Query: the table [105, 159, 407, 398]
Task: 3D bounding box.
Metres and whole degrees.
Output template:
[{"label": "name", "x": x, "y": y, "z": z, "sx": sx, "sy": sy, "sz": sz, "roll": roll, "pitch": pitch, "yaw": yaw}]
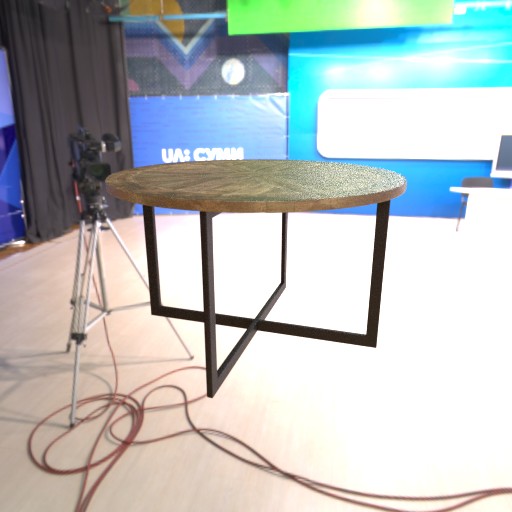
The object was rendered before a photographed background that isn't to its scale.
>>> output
[{"label": "table", "x": 0.000, "y": 0.000, "z": 2.067, "sx": 1.264, "sy": 0.762, "sz": 1.264, "roll": 0, "pitch": 18, "yaw": 0}]
